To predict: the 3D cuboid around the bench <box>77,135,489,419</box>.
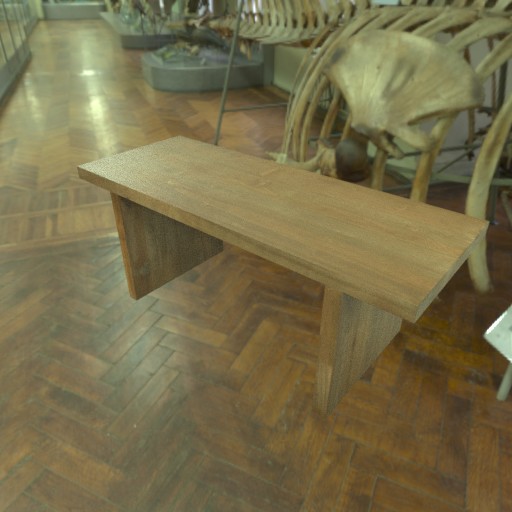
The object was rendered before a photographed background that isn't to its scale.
[{"bbox_3d":[0.000,0.000,1.433,1.183,0.458,0.458,24,39,33],"label":"bench"}]
